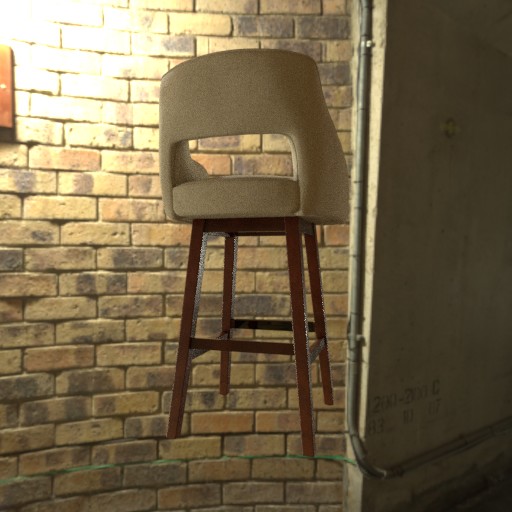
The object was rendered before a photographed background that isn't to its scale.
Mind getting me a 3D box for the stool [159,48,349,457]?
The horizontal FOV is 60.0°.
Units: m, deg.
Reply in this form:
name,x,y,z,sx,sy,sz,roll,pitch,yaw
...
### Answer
name,x,y,z,sx,sy,sz,roll,pitch,yaw
stool,0.000,0.000,1.378,0.550,1.041,0.560,0,0,17
